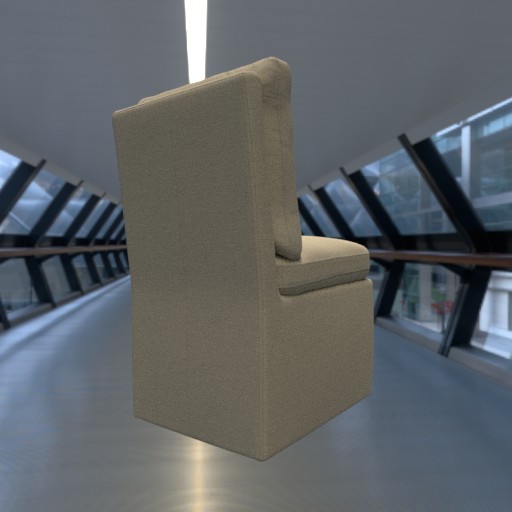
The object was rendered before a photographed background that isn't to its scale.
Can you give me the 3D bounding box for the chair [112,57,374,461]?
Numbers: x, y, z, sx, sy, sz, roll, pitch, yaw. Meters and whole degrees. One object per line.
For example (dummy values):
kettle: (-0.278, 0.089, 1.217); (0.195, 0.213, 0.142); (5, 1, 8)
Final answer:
chair: (0.000, 0.000, 1.343); (0.503, 0.927, 0.698); (0, 1, 37)
